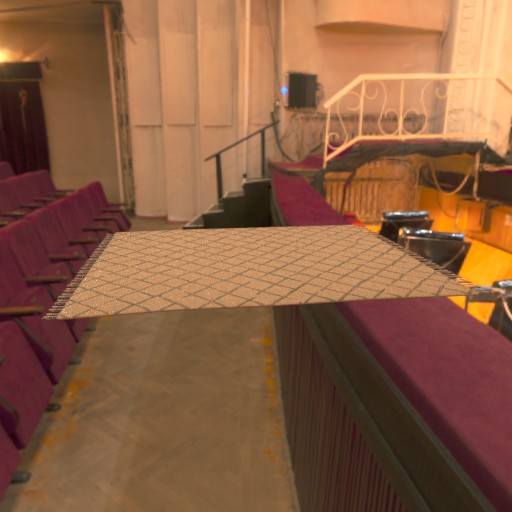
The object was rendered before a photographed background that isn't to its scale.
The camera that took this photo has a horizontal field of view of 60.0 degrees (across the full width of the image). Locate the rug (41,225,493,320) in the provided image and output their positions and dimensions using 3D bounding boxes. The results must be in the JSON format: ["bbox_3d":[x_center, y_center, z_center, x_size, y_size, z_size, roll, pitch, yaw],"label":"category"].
[{"bbox_3d":[0.000,0.000,4.800,3.585,0.036,2.892,-2,16,-8],"label":"rug"}]
